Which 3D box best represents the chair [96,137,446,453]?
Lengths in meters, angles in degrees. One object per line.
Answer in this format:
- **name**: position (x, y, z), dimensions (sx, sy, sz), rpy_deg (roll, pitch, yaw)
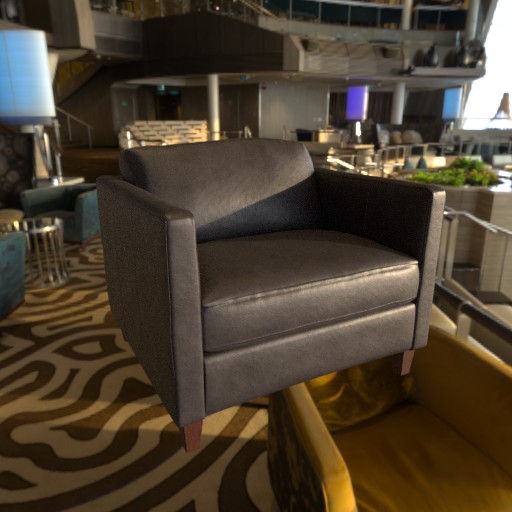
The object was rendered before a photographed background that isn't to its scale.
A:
- **chair**: position (0.000, 0.000, 1.604), dimensions (0.939, 0.811, 0.862), rpy_deg (-9, 19, -27)
